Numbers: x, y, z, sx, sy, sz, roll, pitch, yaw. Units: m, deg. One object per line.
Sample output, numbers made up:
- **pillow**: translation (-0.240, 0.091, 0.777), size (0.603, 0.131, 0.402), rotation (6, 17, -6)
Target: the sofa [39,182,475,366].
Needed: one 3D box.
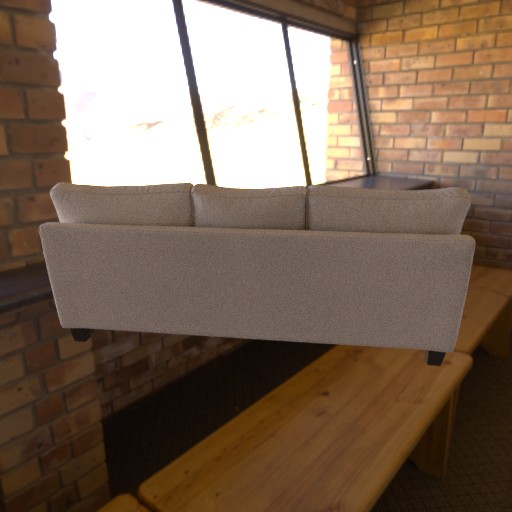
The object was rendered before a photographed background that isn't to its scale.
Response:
- **sofa**: translation (0.000, 0.000, 2.838), size (2.323, 0.991, 1.016), rotation (2, 16, 8)
